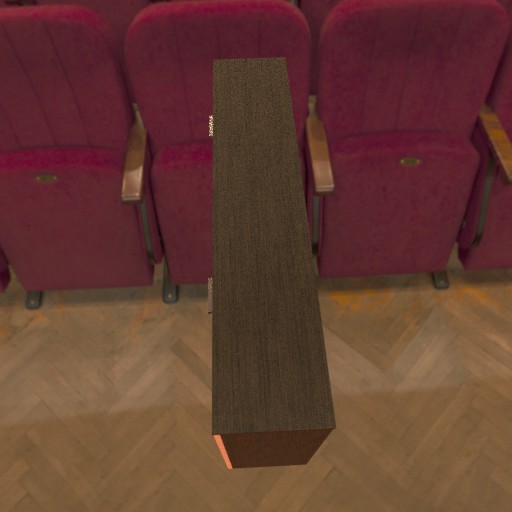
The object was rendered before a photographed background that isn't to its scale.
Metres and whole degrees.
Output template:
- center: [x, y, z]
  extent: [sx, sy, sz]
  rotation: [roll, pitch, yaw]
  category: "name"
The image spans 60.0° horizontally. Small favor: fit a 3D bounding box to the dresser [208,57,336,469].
- center: [0.000, 0.000, 1.863]
  extent: [0.333, 0.790, 1.535]
  rotation: [-2, 58, -1]
  category: "dresser"
